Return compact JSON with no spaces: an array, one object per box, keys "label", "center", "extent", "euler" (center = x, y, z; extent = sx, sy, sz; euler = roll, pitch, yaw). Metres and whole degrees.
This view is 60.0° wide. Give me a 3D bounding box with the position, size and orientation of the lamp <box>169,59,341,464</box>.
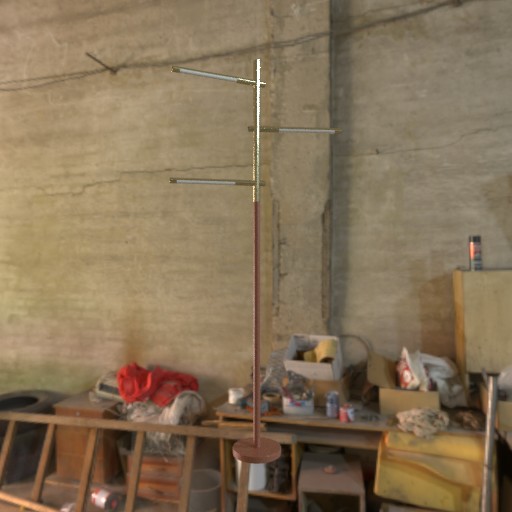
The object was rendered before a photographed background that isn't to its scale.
[{"label":"lamp","center":[0.000,0.000,1.926],"extent":[0.737,1.704,0.209],"euler":[0,-1,-18]}]
